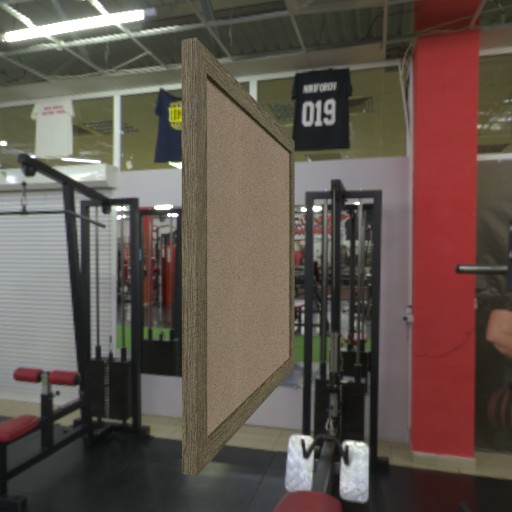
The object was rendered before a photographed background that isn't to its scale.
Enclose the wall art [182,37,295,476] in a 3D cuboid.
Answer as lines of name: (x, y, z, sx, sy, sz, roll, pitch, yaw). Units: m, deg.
wall art: (0.000, 0.000, 0.757, 0.019, 0.508, 0.508, 0, 1, 18)
